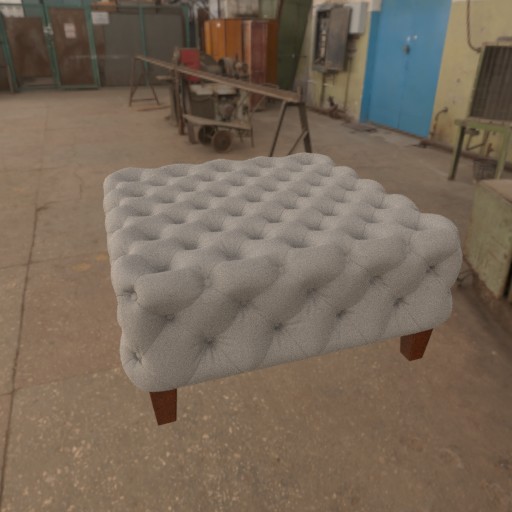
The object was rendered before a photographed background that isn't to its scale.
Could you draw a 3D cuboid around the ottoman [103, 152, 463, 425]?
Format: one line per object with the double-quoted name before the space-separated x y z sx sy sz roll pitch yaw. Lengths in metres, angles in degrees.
"ottoman" 0.000 0.000 1.452 0.911 0.439 0.917 -9 28 -17
